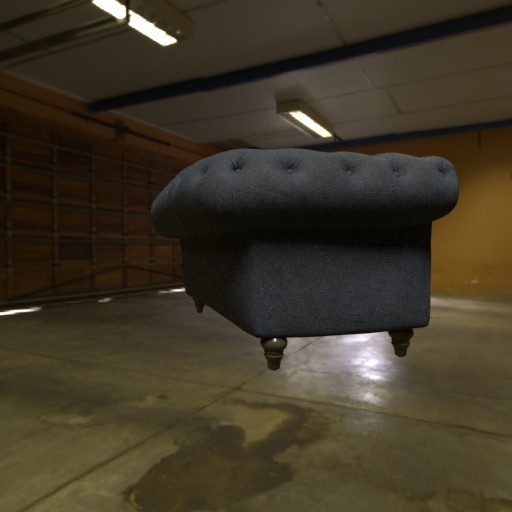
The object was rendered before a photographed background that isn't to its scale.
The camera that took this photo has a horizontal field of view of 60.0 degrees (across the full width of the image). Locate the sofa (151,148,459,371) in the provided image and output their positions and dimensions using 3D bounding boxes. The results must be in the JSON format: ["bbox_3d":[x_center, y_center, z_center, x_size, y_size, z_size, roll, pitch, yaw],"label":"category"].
[{"bbox_3d":[0.000,0.000,2.464,1.082,0.833,1.988,0,1,-18],"label":"sofa"}]
